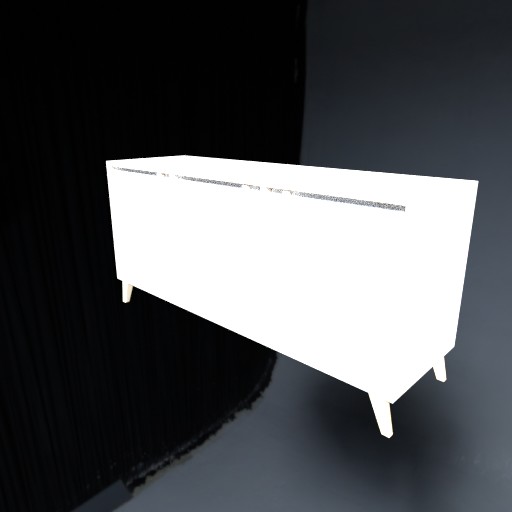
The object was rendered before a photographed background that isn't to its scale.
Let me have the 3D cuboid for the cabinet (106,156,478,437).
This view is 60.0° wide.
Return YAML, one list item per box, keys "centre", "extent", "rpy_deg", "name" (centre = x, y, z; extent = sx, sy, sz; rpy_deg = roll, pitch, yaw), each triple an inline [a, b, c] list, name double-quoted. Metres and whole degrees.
- centre: [0.000, 0.000, 2.020]
  extent: [1.649, 0.780, 0.500]
  rpy_deg: [16, 23, 41]
  name: "cabinet"
